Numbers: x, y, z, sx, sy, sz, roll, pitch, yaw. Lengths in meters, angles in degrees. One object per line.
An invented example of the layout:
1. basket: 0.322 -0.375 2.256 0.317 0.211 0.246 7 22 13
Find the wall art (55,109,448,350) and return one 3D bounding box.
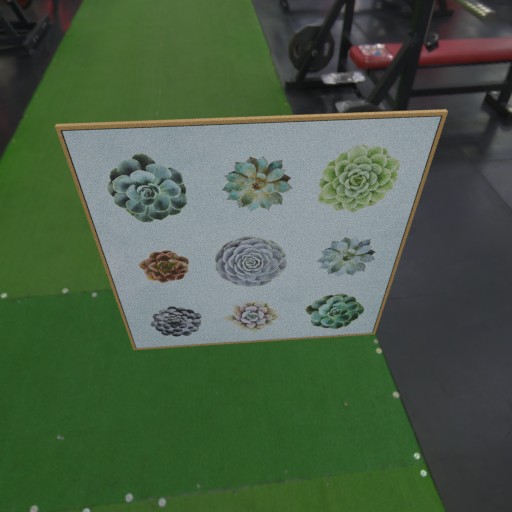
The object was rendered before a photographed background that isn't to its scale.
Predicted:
1. wall art: 0.000 0.000 1.426 0.962 0.959 0.013 -3 45 -3
